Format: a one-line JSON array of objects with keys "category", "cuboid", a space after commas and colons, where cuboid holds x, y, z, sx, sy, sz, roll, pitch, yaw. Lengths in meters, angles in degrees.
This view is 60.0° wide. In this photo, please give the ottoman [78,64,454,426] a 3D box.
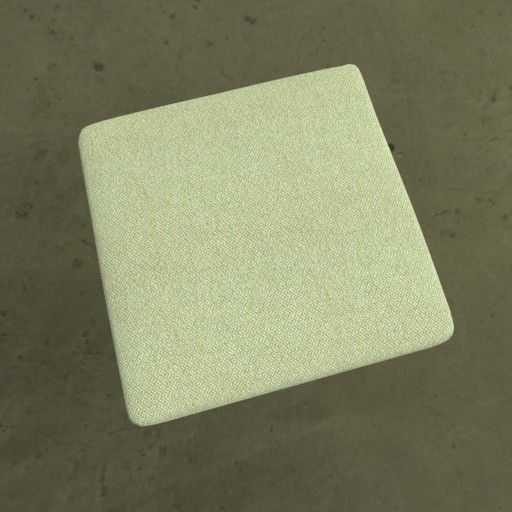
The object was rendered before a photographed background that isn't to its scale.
[{"category": "ottoman", "cuboid": [0.000, 0.000, 0.898, 0.521, 0.453, 0.512, -15, 76, -4]}]
